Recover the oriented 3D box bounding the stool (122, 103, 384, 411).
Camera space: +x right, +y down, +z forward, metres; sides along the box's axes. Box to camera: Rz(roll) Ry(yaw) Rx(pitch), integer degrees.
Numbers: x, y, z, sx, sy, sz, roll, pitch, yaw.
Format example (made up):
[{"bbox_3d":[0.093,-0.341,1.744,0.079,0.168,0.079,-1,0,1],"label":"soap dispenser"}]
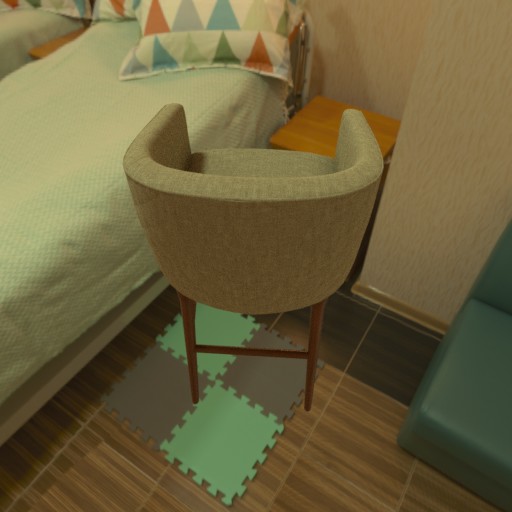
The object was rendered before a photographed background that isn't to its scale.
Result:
[{"bbox_3d":[0.000,0.000,1.290,0.559,0.952,0.635,3,47,3],"label":"stool"}]
